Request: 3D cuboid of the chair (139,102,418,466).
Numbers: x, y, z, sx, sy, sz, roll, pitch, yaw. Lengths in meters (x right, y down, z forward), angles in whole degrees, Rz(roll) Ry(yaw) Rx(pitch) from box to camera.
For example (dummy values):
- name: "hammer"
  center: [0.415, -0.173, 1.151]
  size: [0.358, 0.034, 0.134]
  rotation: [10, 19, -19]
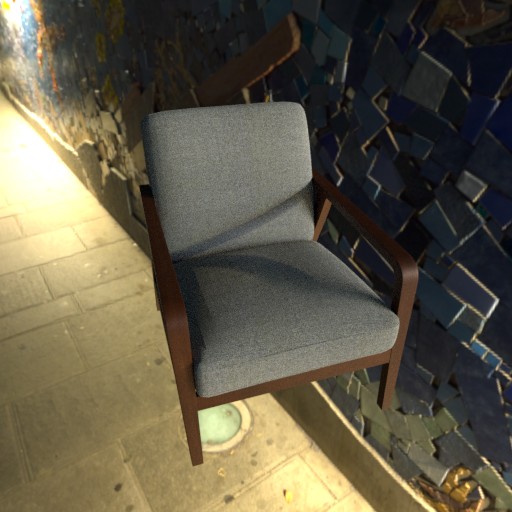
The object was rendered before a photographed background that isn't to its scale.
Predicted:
- name: "chair"
  center: [0.000, 0.000, 1.504]
  size: [0.704, 0.847, 0.858]
  rotation: [-10, 33, -16]
